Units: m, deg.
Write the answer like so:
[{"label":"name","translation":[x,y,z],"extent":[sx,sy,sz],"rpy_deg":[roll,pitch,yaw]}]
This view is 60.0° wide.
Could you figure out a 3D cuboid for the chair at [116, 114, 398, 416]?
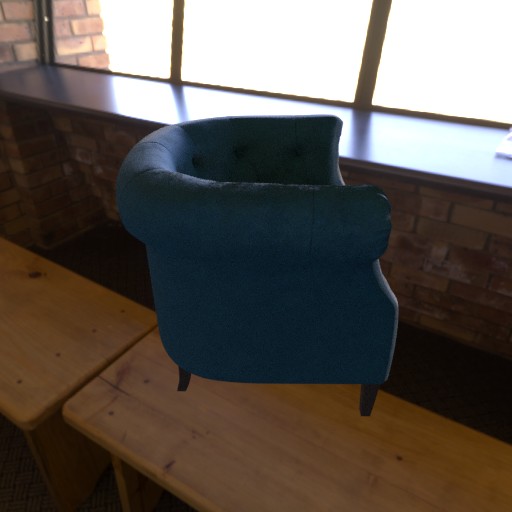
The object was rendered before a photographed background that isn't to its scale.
[{"label":"chair","translation":[0.000,0.000,1.589],"extent":[0.851,0.826,0.904],"rpy_deg":[0,32,0]}]
